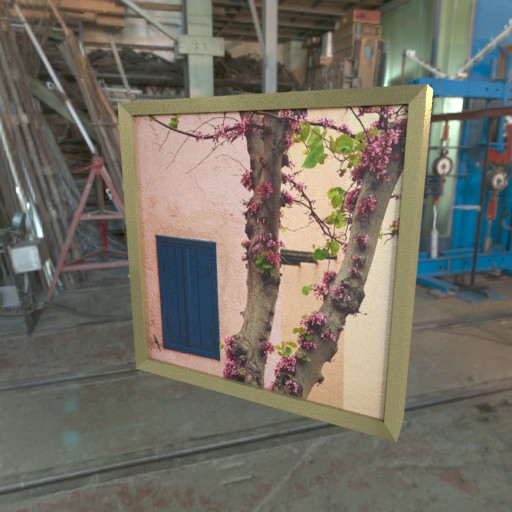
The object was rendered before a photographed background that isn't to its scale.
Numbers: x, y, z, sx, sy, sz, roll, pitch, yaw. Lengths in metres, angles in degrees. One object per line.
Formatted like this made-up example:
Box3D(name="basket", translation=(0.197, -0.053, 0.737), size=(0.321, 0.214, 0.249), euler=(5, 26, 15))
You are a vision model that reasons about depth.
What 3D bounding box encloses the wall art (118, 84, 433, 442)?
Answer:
Box3D(name="wall art", translation=(0.000, 0.000, 0.448), size=(0.304, 0.305, 0.038), euler=(7, 15, 26))
